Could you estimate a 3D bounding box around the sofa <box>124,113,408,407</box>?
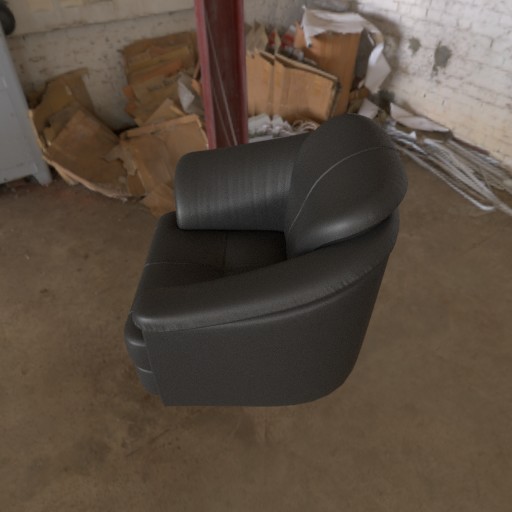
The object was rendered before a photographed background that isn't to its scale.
[{"bbox_3d":[0.000,0.000,1.492,0.794,0.811,0.870,1,41,1],"label":"sofa"}]
